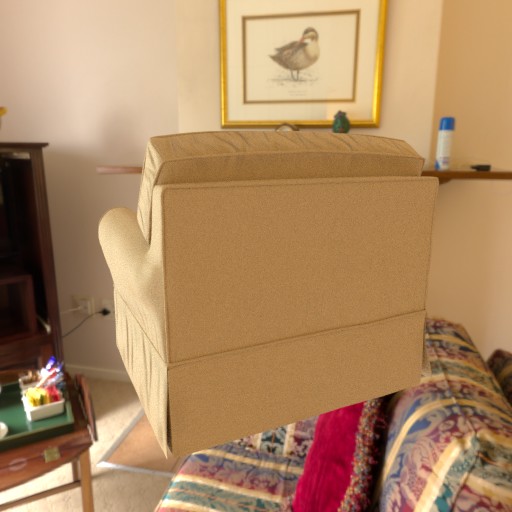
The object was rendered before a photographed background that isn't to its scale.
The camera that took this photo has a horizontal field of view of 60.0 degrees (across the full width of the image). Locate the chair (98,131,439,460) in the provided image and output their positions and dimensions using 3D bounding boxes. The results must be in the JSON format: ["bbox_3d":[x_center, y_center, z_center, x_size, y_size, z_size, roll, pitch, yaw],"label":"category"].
[{"bbox_3d":[0.000,0.000,1.771,1.096,0.937,0.903,-6,14,-26],"label":"chair"}]
